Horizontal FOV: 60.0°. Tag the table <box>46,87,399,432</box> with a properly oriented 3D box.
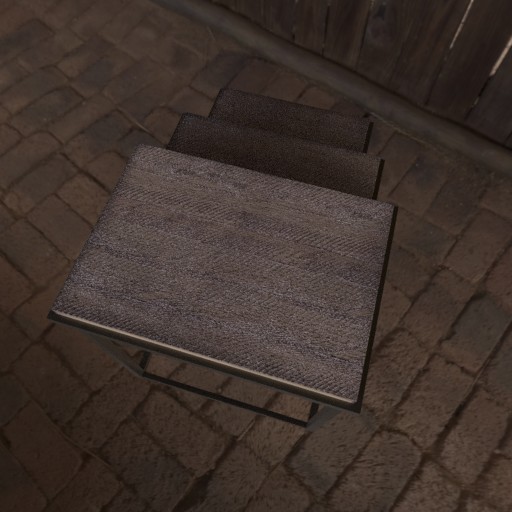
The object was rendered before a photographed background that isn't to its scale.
[{"bbox_3d":[0.000,0.000,1.145,0.559,0.610,0.706,15,65,7],"label":"table"}]
